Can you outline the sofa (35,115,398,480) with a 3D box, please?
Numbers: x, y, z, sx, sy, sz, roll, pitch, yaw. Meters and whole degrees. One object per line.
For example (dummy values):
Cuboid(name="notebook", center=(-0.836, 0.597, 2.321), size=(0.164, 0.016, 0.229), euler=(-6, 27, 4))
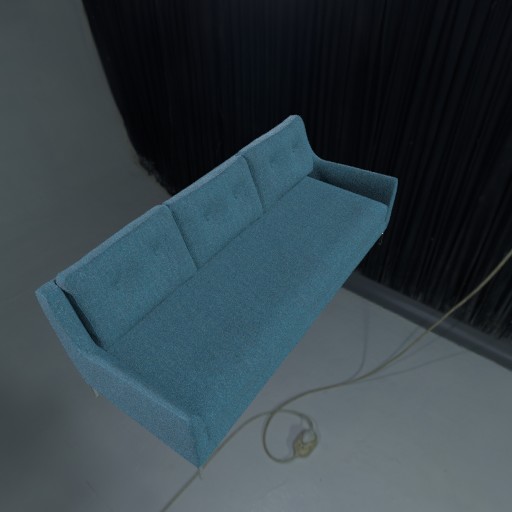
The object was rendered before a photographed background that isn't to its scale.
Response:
Cuboid(name="sofa", center=(0.000, 0.000, 2.506), size=(0.849, 0.837, 2.060), euler=(25, 48, 25))
